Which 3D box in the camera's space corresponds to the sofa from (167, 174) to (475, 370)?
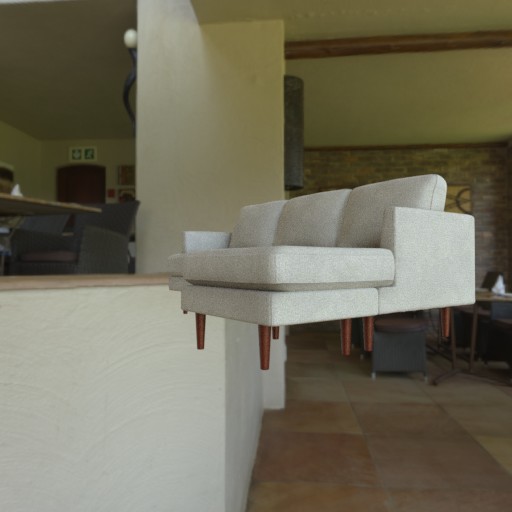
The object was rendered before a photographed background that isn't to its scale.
[{"bbox_3d":[0.000,0.000,2.995,1.504,0.956,2.233,1,-1,-37],"label":"sofa"}]
